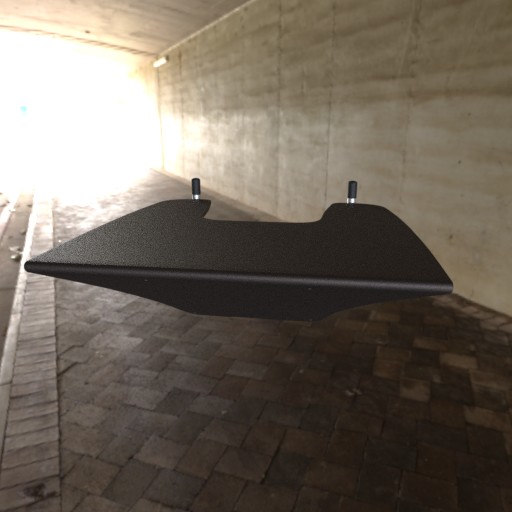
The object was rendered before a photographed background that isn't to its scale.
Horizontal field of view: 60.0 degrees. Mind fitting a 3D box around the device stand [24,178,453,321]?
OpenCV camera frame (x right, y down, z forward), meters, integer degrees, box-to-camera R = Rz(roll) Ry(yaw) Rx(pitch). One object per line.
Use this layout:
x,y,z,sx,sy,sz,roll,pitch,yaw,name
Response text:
0.000,0.000,0.346,0.230,0.092,0.230,2,17,8,device stand
